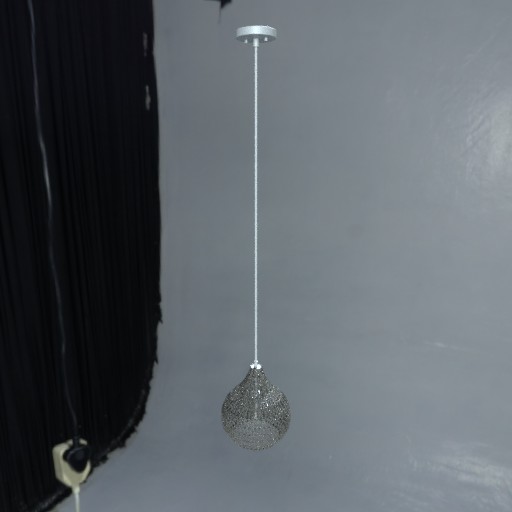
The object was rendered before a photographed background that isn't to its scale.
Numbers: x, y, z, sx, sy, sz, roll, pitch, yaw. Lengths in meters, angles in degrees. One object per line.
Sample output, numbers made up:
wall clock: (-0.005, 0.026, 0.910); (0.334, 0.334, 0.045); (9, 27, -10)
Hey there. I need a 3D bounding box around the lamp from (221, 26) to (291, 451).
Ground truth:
lamp: (0.000, 0.000, 2.068); (0.355, 1.919, 0.355); (7, 16, 26)
